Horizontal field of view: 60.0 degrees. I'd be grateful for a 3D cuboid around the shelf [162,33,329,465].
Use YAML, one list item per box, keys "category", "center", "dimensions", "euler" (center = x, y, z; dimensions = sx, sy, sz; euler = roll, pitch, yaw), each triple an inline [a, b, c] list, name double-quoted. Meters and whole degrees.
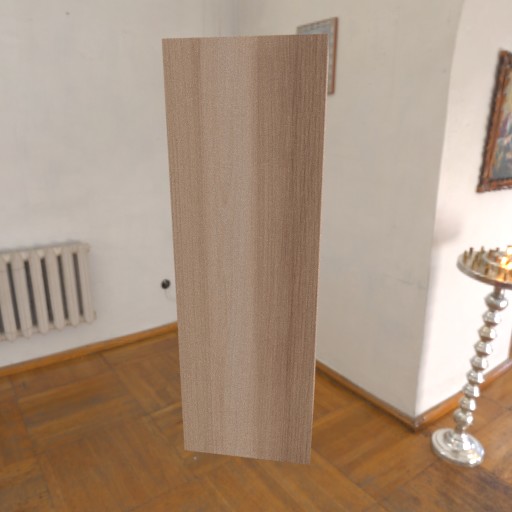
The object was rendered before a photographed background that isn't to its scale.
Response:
- category: "shelf"
  center: [0.000, 0.000, 1.021]
  dimensions: [0.290, 0.872, 0.290]
  euler: [3, 17, 9]
